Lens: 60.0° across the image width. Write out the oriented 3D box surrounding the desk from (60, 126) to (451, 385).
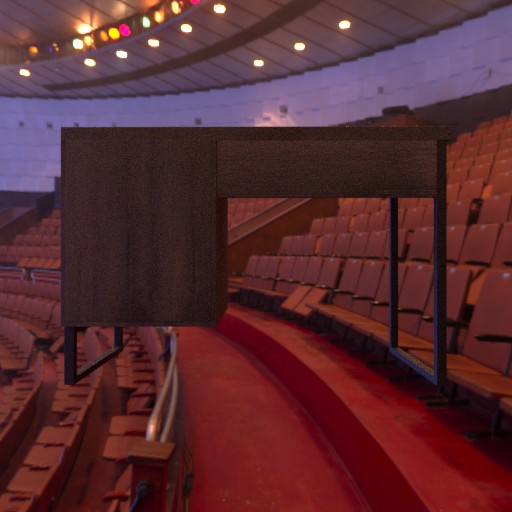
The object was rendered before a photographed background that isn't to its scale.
[{"bbox_3d":[0.000,0.000,1.540,1.134,0.752,0.511,0,0,0],"label":"desk"}]
